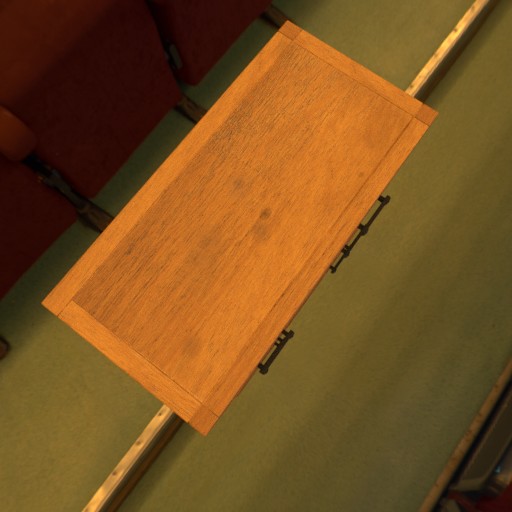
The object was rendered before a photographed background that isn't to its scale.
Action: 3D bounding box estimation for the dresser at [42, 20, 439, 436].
[{"bbox_3d":[0.000,0.000,1.278,0.427,0.804,0.804,36,78,9],"label":"dresser"}]
